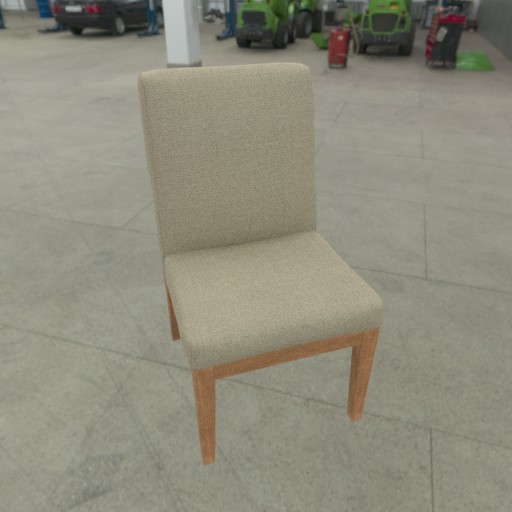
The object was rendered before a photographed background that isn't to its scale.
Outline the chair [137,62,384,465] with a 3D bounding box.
[{"bbox_3d":[0.000,0.000,1.235,0.507,0.911,0.586,-10,33,-15],"label":"chair"}]
